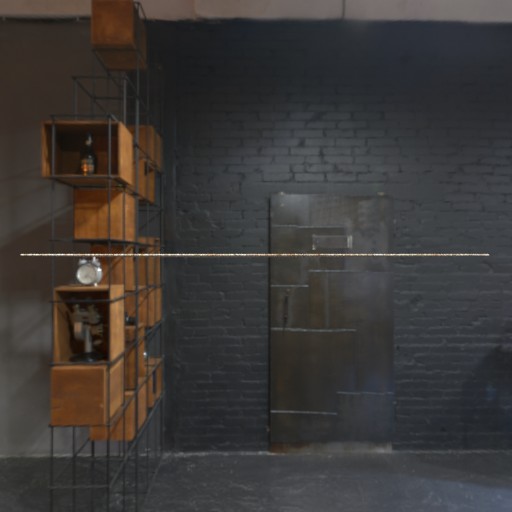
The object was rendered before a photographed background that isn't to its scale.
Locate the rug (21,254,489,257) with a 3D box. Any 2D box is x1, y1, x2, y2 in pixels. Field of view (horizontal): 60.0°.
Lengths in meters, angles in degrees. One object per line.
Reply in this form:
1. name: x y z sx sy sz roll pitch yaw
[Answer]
1. rug: 0.000 0.000 3.056 2.446 0.009 1.529 0 0 0
